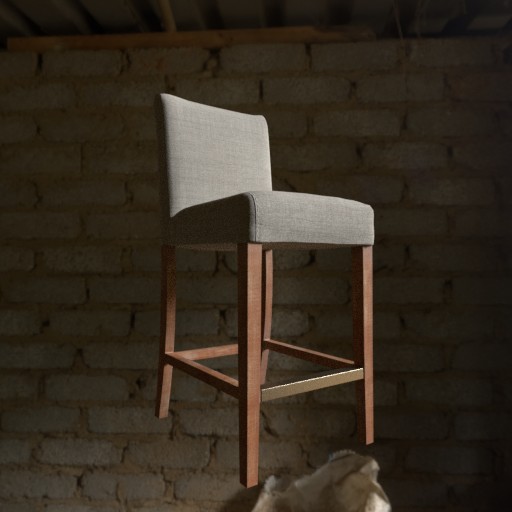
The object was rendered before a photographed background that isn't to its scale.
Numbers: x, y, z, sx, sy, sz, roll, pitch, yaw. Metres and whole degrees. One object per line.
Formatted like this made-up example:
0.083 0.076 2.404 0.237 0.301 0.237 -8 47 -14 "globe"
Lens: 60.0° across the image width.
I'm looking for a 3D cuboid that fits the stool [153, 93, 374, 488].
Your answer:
0.000 0.000 1.332 0.454 1.039 0.567 0 0 -35 "stool"
